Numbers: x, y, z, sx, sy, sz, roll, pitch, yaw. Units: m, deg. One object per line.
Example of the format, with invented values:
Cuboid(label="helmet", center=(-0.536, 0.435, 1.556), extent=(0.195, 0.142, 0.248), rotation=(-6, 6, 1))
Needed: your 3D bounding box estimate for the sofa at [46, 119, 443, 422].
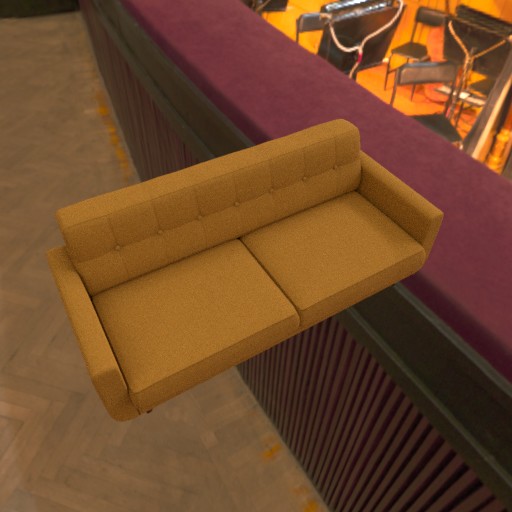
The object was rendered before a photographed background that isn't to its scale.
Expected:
Cuboid(label="sofa", center=(0.000, 0.000, 2.504), extent=(2.029, 0.841, 0.909), rotation=(-23, 50, -21))
